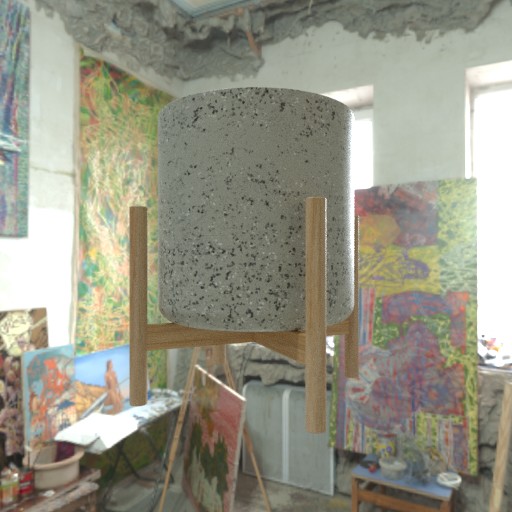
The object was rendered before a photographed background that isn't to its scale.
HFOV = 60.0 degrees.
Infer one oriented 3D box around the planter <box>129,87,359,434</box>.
[{"bbox_3d":[0.000,0.000,0.700,0.360,0.419,0.360,0,0,-1],"label":"planter"}]
